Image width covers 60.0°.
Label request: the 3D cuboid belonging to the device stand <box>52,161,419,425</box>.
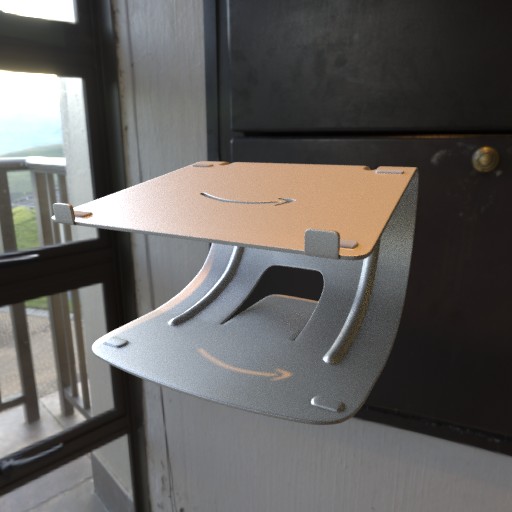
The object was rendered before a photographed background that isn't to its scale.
[{"bbox_3d":[0.000,0.000,0.401,0.256,0.155,0.236,8,17,27],"label":"device stand"}]
